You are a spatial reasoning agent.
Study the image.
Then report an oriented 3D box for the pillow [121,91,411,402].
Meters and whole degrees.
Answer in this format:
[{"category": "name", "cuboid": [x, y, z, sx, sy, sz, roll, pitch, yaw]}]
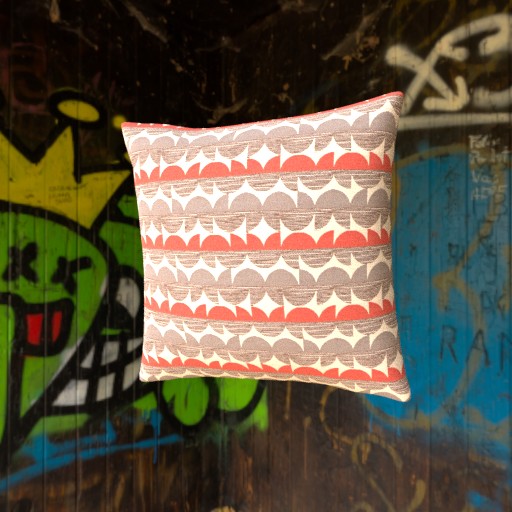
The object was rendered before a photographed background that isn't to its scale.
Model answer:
[{"category": "pillow", "cuboid": [0.000, 0.000, 0.638, 0.420, 0.410, 0.180, 0, -1, 18]}]
